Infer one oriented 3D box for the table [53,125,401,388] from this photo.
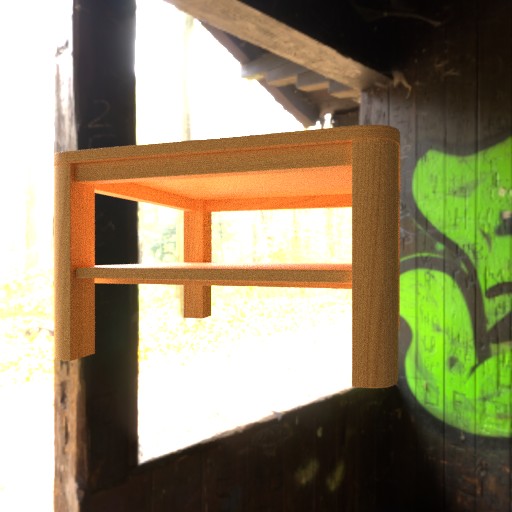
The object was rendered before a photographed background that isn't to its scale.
[{"bbox_3d":[0.000,0.000,1.210,0.750,0.450,0.750,0,0,18],"label":"table"}]
